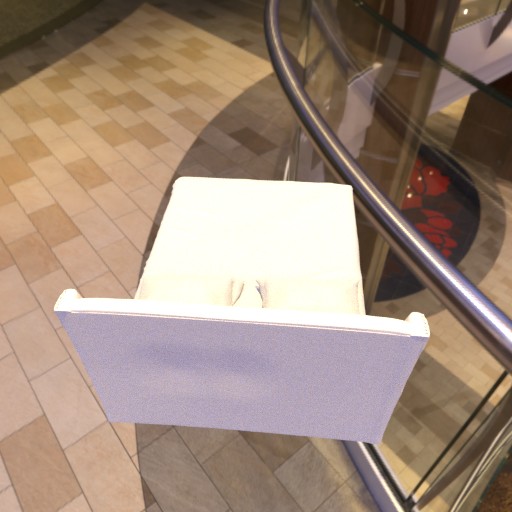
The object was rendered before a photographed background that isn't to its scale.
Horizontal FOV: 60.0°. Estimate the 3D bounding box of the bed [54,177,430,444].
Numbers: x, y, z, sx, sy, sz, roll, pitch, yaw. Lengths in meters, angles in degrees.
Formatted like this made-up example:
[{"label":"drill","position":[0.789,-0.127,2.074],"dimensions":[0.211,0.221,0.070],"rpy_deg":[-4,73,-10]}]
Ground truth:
[{"label":"bed","position":[0.000,0.000,3.454],"dimensions":[1.925,1.332,2.276],"rpy_deg":[4,45,4]}]
